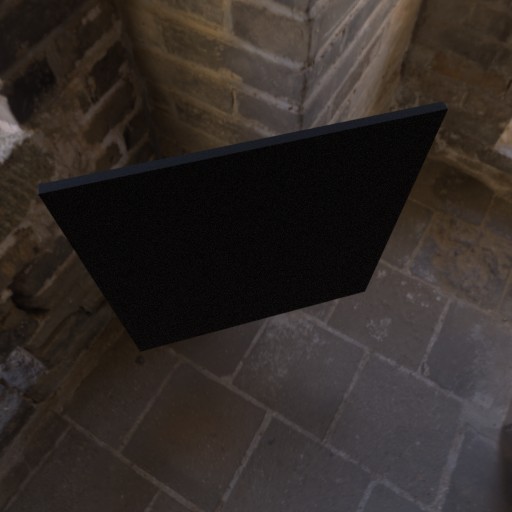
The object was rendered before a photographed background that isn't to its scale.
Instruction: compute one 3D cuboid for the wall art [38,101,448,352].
[{"bbox_3d":[0.000,0.000,0.673,0.456,0.458,0.013,-14,59,-8],"label":"wall art"}]
